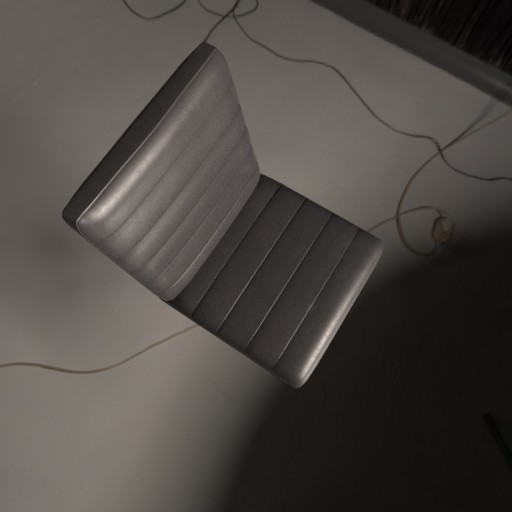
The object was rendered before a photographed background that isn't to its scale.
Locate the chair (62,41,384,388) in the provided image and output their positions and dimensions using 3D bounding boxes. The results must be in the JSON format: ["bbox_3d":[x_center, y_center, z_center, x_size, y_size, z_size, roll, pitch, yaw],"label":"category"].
[{"bbox_3d":[0.000,0.000,1.324,0.634,0.930,0.520,32,76,9],"label":"chair"}]
